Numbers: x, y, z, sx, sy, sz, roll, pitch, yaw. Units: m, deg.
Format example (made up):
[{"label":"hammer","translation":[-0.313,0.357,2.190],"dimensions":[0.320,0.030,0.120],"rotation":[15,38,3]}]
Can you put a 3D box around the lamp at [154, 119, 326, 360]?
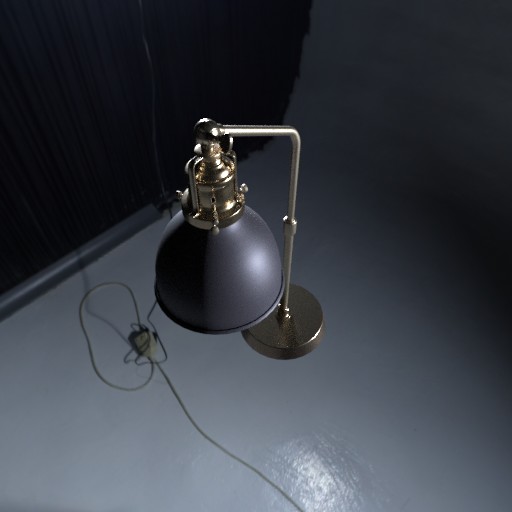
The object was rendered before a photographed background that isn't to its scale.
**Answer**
[{"label":"lamp","translation":[0.000,0.000,0.586],"dimensions":[0.160,0.456,0.291],"rotation":[34,56,27]}]
